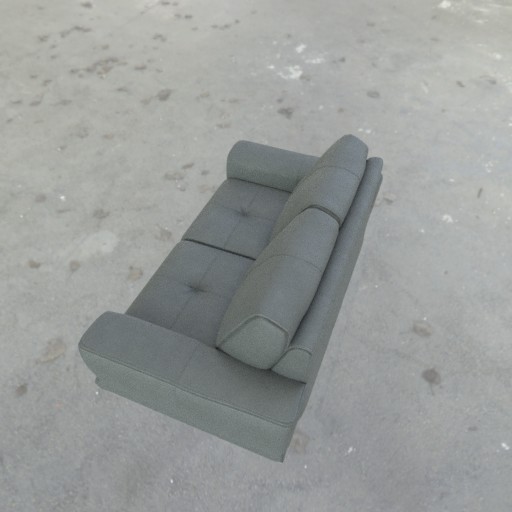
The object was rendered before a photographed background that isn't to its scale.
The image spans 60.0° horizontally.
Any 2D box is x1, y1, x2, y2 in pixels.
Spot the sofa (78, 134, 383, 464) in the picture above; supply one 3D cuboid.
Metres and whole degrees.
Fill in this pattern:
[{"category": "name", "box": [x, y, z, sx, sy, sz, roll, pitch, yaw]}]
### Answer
[{"category": "sofa", "box": [0.000, 0.000, 2.416, 1.018, 0.907, 1.806, 17, 49, 15]}]
